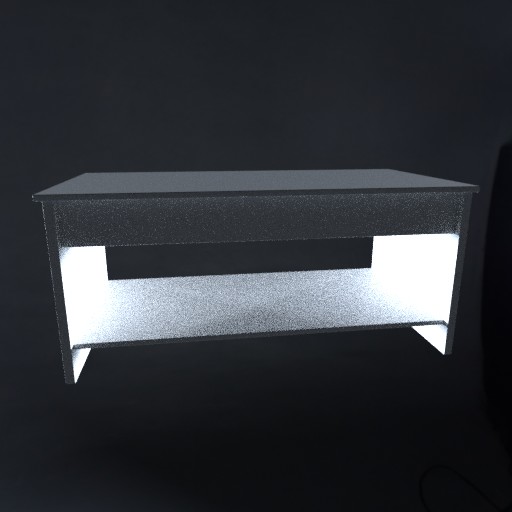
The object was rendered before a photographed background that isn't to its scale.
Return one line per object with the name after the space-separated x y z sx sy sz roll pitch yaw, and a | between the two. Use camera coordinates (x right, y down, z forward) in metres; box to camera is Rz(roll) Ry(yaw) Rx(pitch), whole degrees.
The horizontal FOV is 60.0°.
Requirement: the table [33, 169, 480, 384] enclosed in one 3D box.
0.000 0.000 1.275 1.000 0.441 0.500 -2 16 -8 | table
